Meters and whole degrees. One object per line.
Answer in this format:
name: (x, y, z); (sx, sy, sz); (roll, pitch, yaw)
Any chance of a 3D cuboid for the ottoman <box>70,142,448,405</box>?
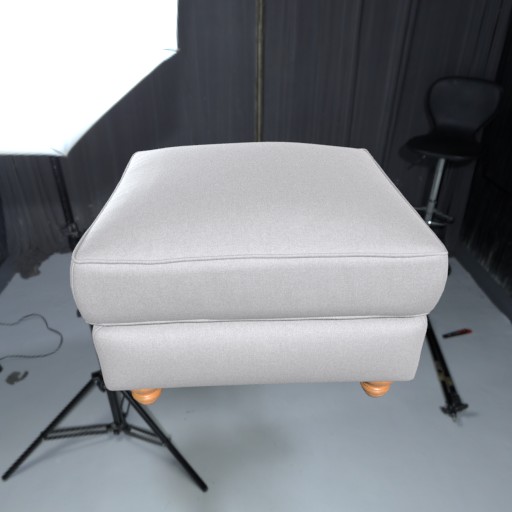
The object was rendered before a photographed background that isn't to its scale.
ottoman: (0.000, 0.000, 1.157); (0.721, 0.505, 0.662); (-1, 31, -2)
